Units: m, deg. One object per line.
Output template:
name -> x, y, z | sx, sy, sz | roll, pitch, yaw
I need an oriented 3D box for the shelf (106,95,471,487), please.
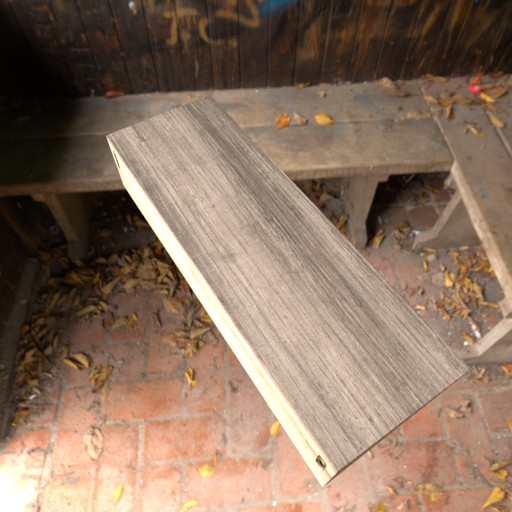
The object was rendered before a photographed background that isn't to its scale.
shelf -> 0.000, 0.000, 0.679 | 0.200, 0.125, 0.610 | -28, 61, -18
